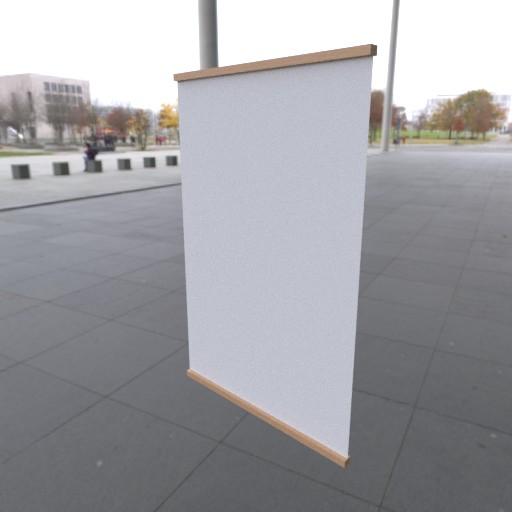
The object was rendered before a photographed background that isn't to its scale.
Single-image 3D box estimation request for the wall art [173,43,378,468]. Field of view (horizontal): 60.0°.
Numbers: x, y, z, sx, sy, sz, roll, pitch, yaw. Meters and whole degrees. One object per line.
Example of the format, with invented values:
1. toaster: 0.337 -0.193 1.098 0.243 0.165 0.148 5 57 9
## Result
1. wall art: 0.000 0.000 0.755 0.401 0.611 0.016 14 21 42
